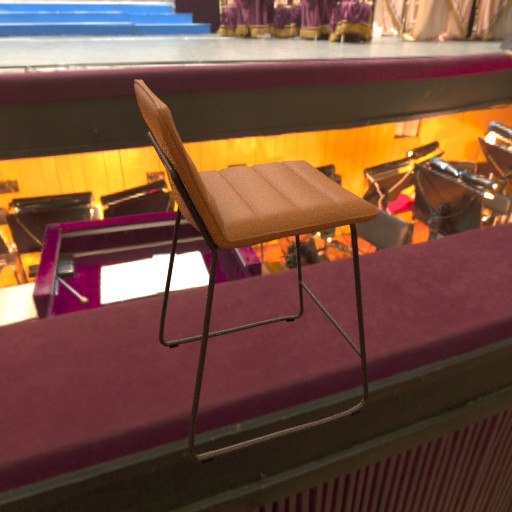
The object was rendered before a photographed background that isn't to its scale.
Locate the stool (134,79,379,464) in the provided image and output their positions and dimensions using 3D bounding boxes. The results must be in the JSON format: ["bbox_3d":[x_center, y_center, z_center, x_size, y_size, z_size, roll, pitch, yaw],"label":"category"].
[{"bbox_3d":[0.000,0.000,1.179,0.524,0.866,0.489,-10,31,-17],"label":"stool"}]
